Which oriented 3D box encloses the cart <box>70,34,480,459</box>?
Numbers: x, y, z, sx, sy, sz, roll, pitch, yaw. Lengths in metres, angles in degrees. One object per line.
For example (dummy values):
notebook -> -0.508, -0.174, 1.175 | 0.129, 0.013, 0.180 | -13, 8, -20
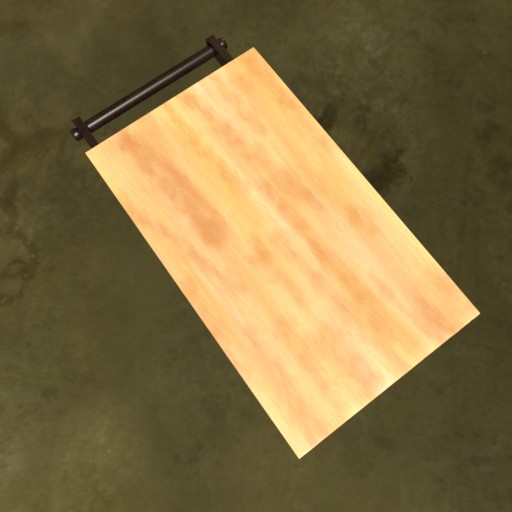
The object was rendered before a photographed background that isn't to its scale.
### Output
cart -> 0.000, 0.000, 1.390 | 0.472, 0.878, 0.914 | -35, 79, -8
